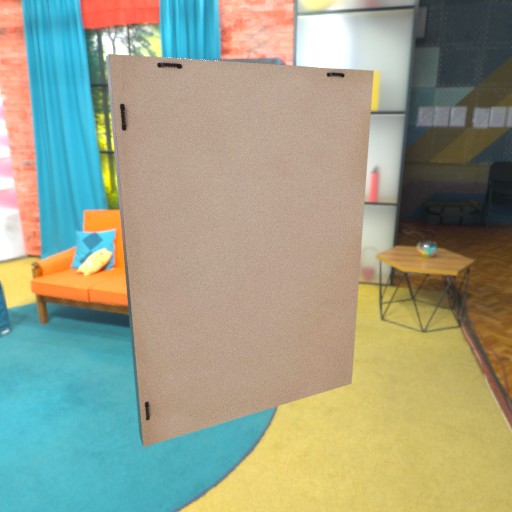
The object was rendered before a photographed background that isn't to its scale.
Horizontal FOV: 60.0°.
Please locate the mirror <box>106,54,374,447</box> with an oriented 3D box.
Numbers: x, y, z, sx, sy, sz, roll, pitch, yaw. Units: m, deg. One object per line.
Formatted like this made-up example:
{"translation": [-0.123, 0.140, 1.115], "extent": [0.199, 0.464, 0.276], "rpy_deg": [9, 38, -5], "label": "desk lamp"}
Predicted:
{"translation": [0.000, 0.000, 0.889], "extent": [0.507, 0.710, 0.039], "rpy_deg": [-8, 18, -25], "label": "mirror"}
